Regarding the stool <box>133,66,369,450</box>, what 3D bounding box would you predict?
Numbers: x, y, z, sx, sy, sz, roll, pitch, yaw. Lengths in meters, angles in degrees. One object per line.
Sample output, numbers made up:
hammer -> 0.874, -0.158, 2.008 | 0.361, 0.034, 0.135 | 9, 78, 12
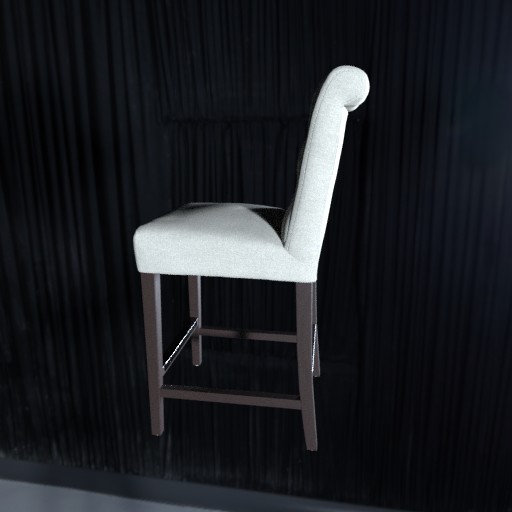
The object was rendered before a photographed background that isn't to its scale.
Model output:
stool -> 0.000, 0.000, 1.386 | 0.601, 1.040, 0.493 | 2, 16, 9
